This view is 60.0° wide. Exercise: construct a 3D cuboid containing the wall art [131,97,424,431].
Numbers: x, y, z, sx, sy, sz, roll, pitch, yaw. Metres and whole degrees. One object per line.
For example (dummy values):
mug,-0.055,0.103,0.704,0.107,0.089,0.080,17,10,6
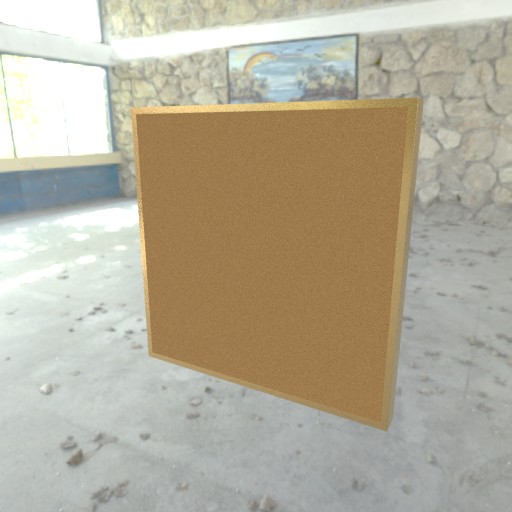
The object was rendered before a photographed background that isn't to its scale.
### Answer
wall art,0.000,0.000,0.783,0.509,0.509,0.040,9,18,28
